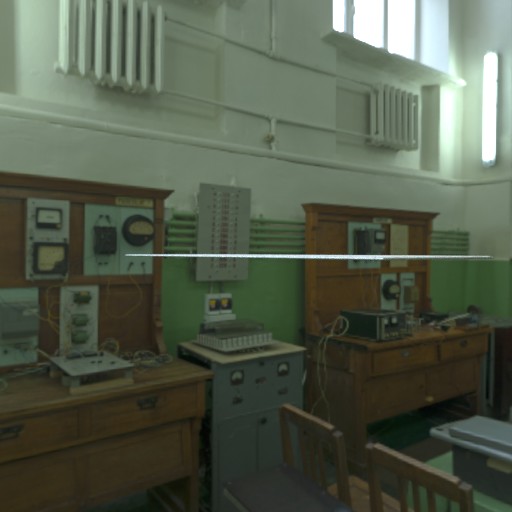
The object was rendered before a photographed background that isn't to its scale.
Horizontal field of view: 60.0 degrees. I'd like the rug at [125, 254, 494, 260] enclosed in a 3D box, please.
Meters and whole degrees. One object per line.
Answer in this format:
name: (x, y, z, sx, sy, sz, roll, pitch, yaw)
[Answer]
rug: (0.000, 0.000, 2.394, 0.662, 0.011, 2.196, 0, 1, -36)
